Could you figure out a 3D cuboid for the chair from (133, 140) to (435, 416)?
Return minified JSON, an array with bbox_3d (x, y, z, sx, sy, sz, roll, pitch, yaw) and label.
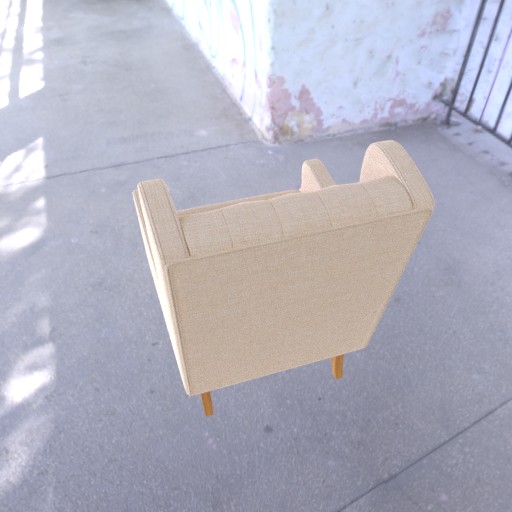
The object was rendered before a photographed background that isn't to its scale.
[{"bbox_3d":[0.000,0.000,1.481,0.710,0.930,0.760,-12,45,-12],"label":"chair"}]
